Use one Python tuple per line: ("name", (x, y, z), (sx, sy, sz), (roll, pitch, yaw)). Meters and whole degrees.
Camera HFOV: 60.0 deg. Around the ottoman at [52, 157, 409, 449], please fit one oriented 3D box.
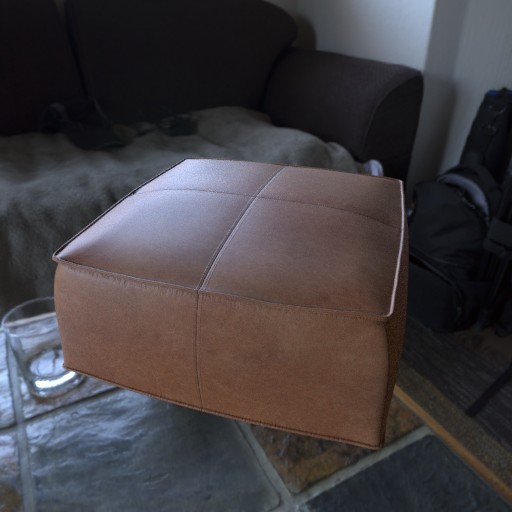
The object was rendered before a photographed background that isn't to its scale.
("ottoman", (0.000, 0.000, 1.361), (0.902, 0.395, 0.901), (9, 32, 15))
